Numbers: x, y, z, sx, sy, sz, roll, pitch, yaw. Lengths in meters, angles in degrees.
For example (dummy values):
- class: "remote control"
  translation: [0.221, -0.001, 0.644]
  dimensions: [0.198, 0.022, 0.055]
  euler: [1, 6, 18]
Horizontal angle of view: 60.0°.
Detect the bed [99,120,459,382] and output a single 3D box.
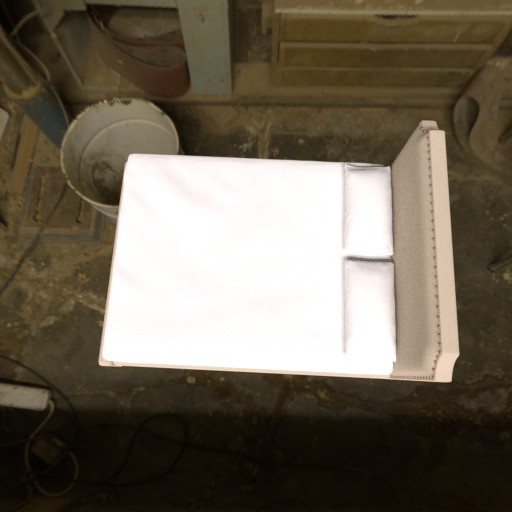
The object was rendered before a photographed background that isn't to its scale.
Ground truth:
- class: "bed"
  translation: [0.000, 0.000, 3.325]
  dimensions: [2.329, 1.415, 1.703]
  euler: [3, 75, 1]
